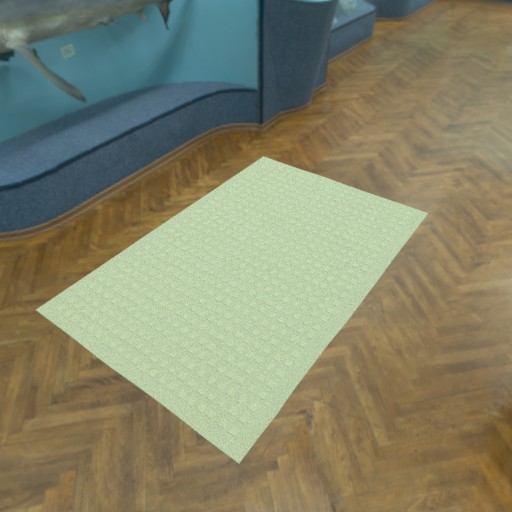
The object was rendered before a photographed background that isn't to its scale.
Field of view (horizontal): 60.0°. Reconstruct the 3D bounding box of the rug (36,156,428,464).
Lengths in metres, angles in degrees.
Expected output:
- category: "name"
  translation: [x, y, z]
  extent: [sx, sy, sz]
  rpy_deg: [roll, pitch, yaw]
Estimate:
- category: "rug"
  translation: [0.000, 0.000, 2.236]
  extent: [1.143, 0.006, 1.747]
  rpy_deg: [25, 47, 27]
